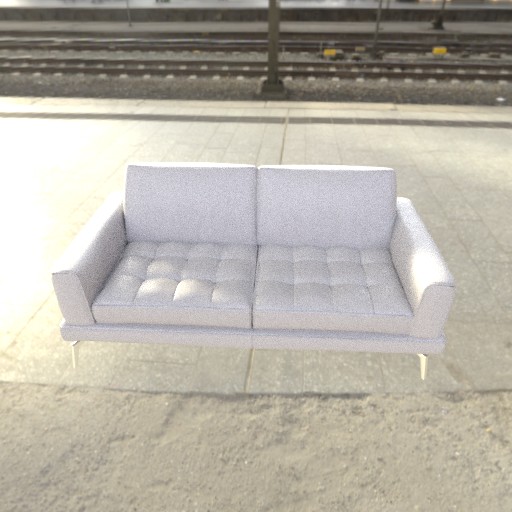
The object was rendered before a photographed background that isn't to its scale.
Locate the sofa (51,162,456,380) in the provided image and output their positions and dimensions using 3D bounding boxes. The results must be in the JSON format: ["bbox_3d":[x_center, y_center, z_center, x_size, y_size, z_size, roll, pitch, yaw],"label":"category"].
[{"bbox_3d":[0.000,0.000,2.779,2.177,0.930,1.121,2,32,3],"label":"sofa"}]
